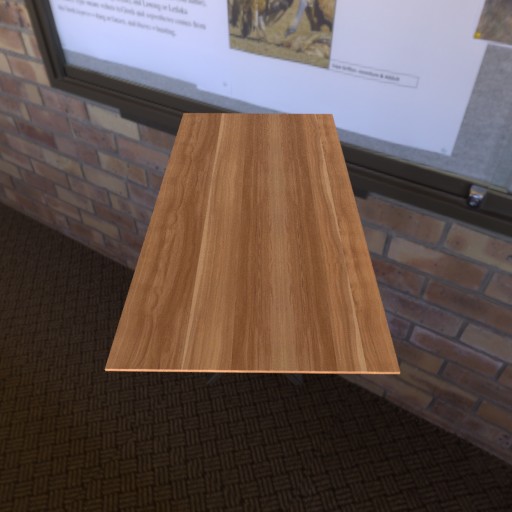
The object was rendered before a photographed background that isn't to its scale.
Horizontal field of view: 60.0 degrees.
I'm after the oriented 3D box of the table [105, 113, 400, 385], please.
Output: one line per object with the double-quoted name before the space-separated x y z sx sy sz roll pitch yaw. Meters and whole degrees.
"table" 0.000 0.000 2.496 1.000 0.770 2.000 0 42 1
